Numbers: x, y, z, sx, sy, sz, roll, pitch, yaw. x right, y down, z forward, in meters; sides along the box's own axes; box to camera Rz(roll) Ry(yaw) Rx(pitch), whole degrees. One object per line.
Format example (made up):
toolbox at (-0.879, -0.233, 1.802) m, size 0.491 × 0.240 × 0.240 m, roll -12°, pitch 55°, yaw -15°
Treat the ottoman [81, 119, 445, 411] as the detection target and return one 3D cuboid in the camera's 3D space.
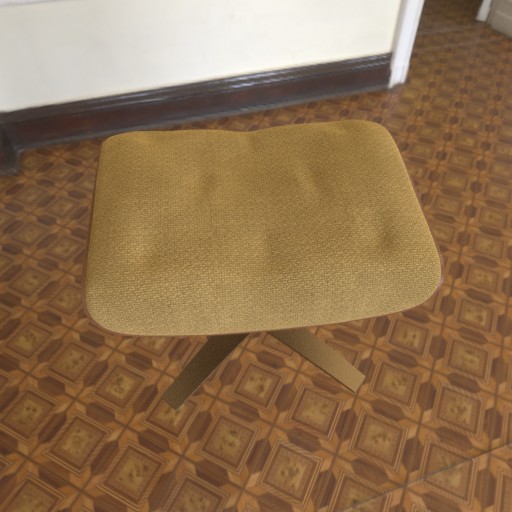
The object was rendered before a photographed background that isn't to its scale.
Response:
ottoman at (0.000, 0.000, 0.827) m, size 0.520 × 0.391 × 0.394 m, roll -4°, pitch 47°, yaw -4°
